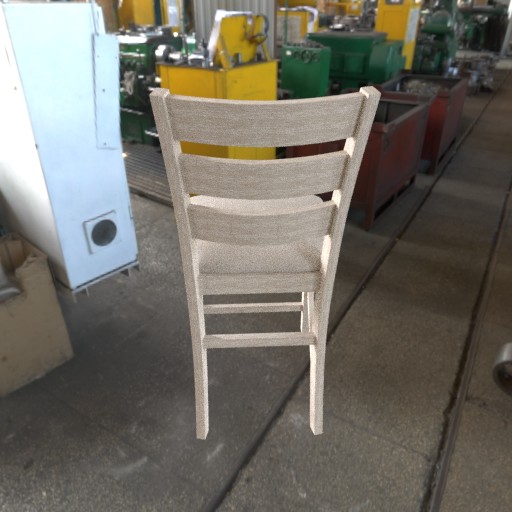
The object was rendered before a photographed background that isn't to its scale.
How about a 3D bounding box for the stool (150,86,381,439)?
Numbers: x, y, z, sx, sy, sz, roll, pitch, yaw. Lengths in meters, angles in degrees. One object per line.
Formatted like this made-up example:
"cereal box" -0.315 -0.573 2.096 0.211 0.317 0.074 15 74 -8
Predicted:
"stool" 0.000 0.000 1.323 0.484 1.032 0.569 -1 31 -2
